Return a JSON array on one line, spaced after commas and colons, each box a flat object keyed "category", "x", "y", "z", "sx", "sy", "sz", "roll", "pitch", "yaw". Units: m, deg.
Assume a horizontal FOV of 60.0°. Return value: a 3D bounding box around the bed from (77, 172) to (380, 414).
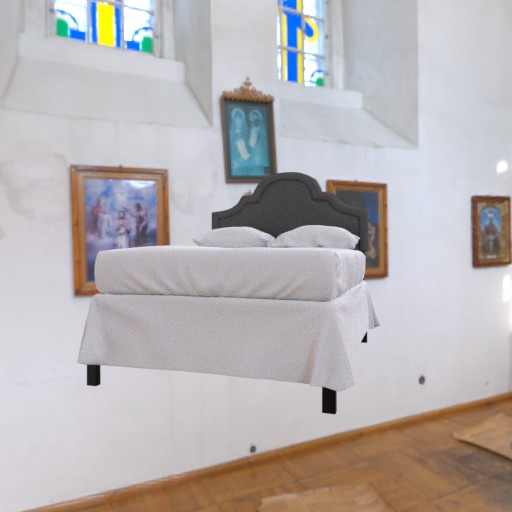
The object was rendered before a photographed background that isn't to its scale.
[{"category": "bed", "x": 0.000, "y": 0.000, "z": 3.495, "sx": 1.780, "sy": 1.634, "sz": 2.222, "roll": 0, "pitch": 1, "yaw": 19}]
